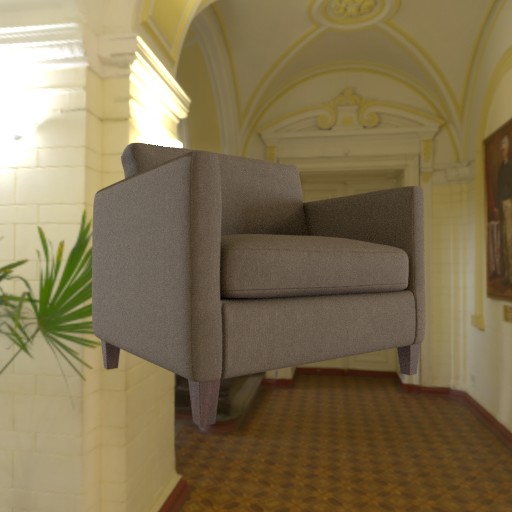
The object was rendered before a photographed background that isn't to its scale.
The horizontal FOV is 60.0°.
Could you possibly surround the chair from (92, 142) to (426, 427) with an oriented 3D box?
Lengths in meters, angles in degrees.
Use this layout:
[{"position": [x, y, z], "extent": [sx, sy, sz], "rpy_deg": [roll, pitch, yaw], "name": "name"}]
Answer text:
[{"position": [0.000, 0.000, 1.859], "extent": [1.107, 0.963, 0.959], "rpy_deg": [1, -1, -36], "name": "chair"}]
